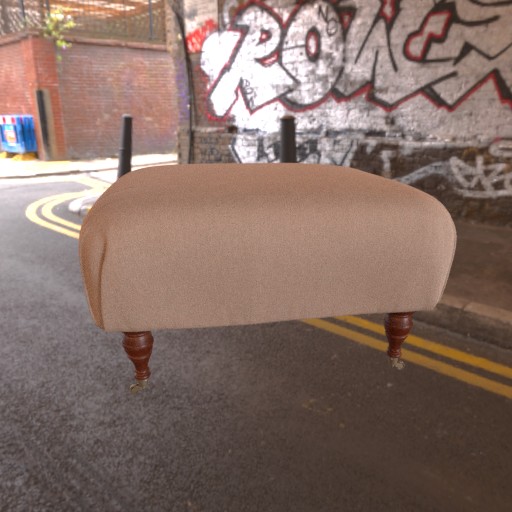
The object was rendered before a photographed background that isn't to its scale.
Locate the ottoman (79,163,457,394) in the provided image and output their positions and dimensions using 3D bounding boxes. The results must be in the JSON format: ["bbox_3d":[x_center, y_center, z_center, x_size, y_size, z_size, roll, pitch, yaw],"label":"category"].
[{"bbox_3d":[0.000,0.000,1.129,0.746,0.450,0.639,-3,18,-9],"label":"ottoman"}]
